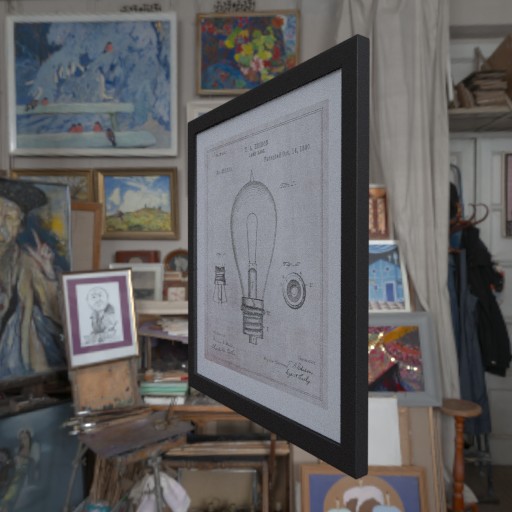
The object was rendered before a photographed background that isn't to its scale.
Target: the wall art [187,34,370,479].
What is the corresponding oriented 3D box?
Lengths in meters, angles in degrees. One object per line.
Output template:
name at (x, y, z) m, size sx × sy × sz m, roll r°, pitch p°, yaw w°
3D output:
wall art at (0.000, 0.000, 0.688) m, size 0.021 × 0.509 × 0.430 m, roll -1°, pitch 1°, yaw -35°
